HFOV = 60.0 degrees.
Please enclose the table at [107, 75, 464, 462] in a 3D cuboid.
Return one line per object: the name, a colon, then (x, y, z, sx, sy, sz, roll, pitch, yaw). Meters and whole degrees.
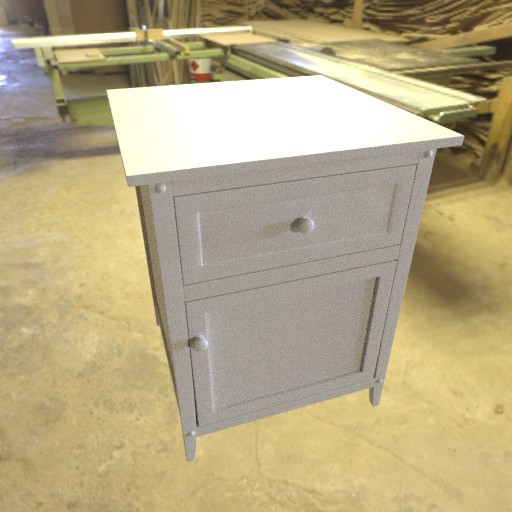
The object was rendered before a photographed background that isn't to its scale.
table: (0.000, 0.000, 0.742, 0.381, 0.483, 0.381, -10, 34, -16)
